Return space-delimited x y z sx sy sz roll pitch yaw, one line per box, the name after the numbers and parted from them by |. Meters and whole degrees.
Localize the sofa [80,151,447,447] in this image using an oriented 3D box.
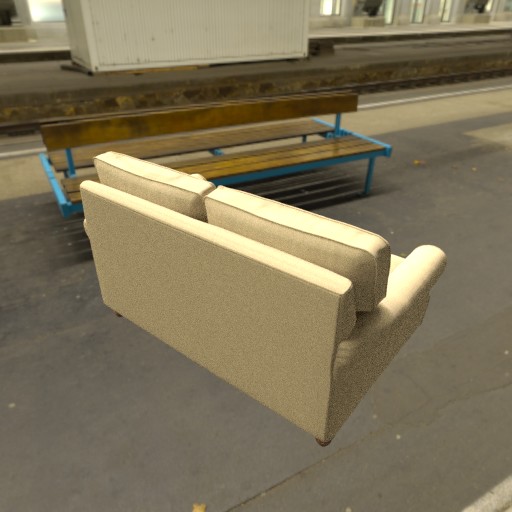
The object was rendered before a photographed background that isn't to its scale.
0.000 0.000 2.241 1.665 0.937 0.964 22 37 33 | sofa
